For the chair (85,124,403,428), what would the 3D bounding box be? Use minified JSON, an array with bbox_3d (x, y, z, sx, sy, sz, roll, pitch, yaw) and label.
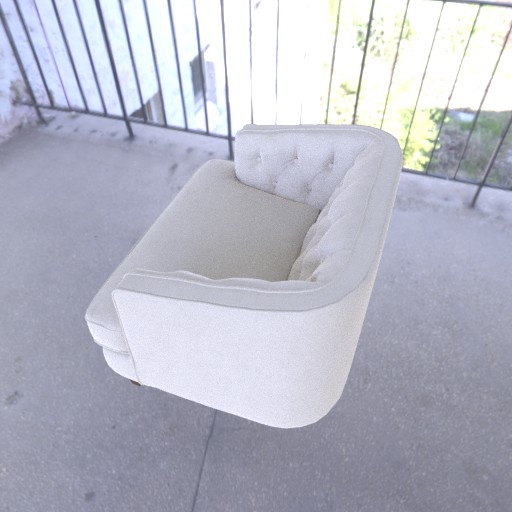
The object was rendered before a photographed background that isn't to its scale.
[{"bbox_3d":[0.000,0.000,1.801,0.941,0.852,1.104,15,47,14],"label":"chair"}]
